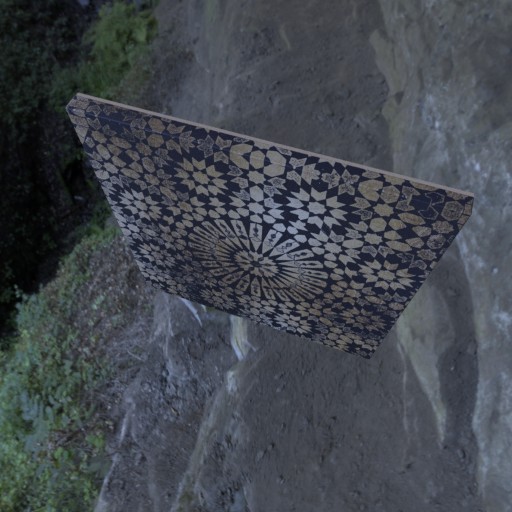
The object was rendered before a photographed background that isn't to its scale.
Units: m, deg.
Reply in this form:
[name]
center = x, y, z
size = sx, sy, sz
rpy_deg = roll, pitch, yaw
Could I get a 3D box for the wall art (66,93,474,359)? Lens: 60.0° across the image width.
[wall art]
center = 0.000, 0.000, 0.902
size = 0.612, 0.612, 0.038
rpy_deg = 17, 61, 10
